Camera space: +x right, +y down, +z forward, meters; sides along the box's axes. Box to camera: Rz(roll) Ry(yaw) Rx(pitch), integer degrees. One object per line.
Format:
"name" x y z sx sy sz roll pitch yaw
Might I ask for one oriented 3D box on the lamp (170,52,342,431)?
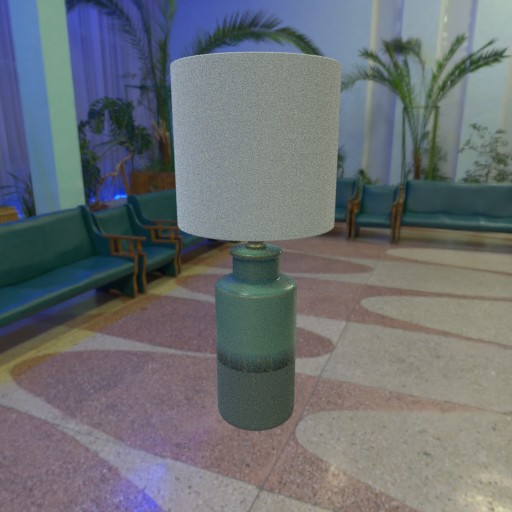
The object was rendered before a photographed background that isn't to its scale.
"lamp" 0.000 0.000 0.622 0.212 0.493 0.212 7 17 25
